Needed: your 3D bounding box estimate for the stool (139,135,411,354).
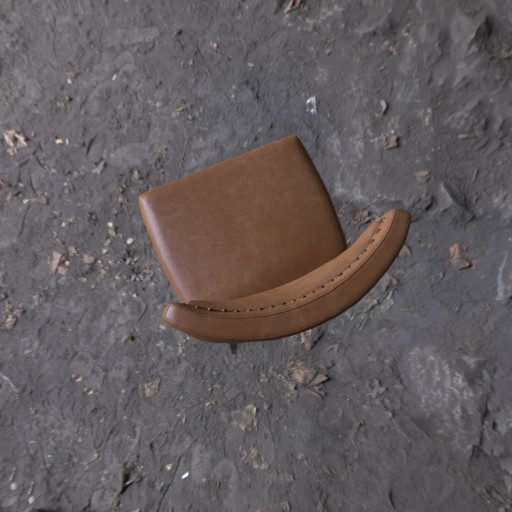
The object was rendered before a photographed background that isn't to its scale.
[{"bbox_3d":[0.000,0.000,1.322,0.526,0.982,0.563,-23,76,-6],"label":"stool"}]
